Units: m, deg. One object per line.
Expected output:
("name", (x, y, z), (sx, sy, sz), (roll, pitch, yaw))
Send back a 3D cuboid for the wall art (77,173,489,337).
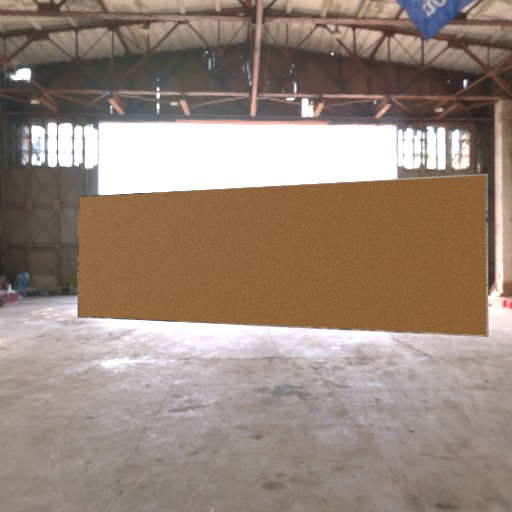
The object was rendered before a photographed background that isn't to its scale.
("wall art", (0.000, 0.000, 0.813), (0.759, 0.251, 0.037), (0, -1, 18))
